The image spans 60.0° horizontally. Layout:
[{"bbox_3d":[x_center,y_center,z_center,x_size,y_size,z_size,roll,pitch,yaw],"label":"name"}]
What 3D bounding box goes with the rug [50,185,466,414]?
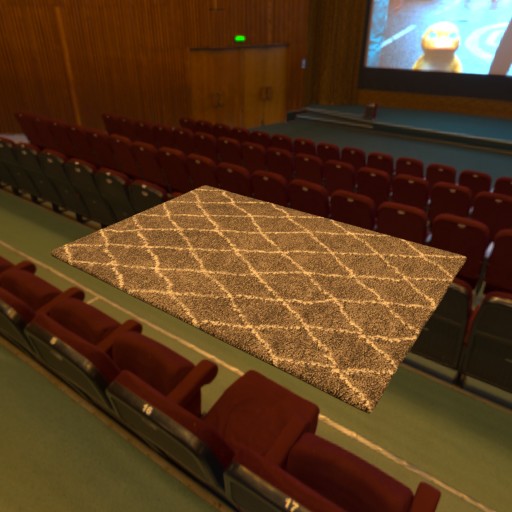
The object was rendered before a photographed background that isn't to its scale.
[{"bbox_3d":[0.000,0.000,2.285,1.778,0.030,1.219,19,35,31],"label":"rug"}]
